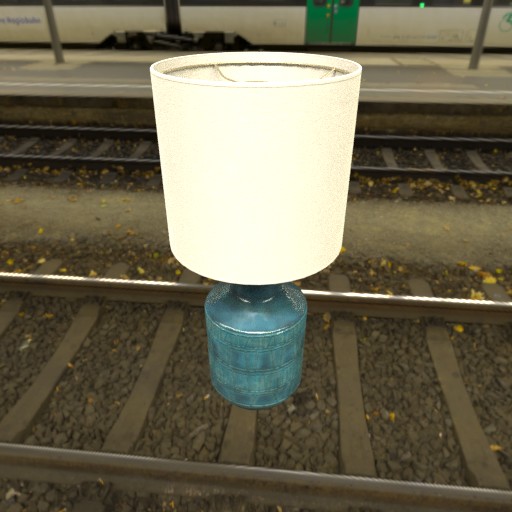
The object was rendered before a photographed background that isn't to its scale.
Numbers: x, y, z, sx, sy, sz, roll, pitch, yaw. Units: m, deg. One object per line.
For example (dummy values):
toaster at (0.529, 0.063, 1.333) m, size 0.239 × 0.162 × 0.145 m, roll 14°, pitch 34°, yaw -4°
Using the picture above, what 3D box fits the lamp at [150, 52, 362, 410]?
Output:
lamp at (0.000, 0.000, 0.568) m, size 0.211 × 0.455 × 0.211 m, roll -8°, pitch 32°, yaw -13°
